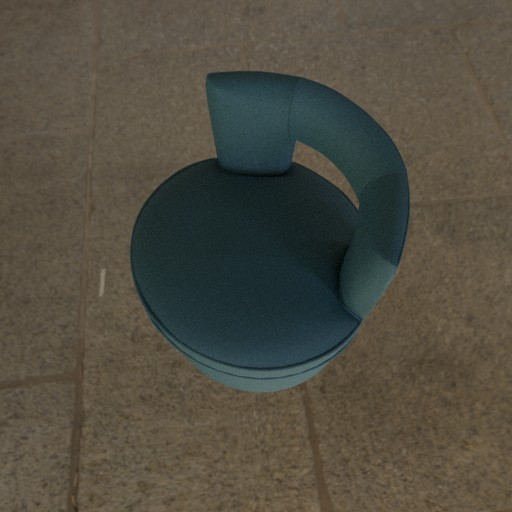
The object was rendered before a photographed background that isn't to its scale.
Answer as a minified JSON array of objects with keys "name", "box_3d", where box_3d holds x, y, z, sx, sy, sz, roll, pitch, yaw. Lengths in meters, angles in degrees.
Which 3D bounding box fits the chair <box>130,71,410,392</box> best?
[{"name":"chair","box_3d":[0.000,0.000,1.229,0.660,0.711,0.684,-34,68,-16]}]
